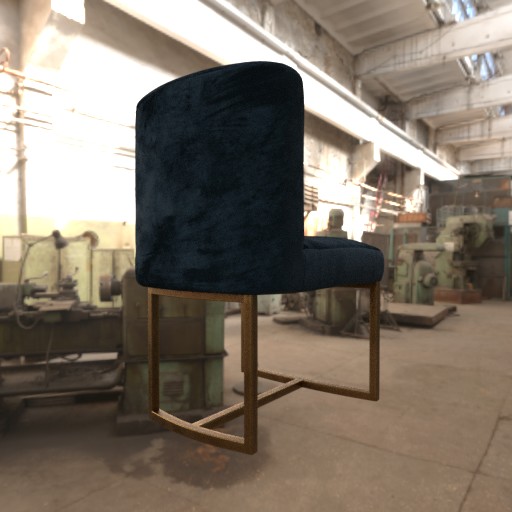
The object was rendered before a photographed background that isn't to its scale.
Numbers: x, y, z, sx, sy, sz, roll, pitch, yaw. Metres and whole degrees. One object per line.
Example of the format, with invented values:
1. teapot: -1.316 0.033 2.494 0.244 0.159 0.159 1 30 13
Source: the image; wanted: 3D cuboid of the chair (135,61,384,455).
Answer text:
1. chair: 0.000 0.000 1.208 0.530 0.824 0.560 1 1 38
